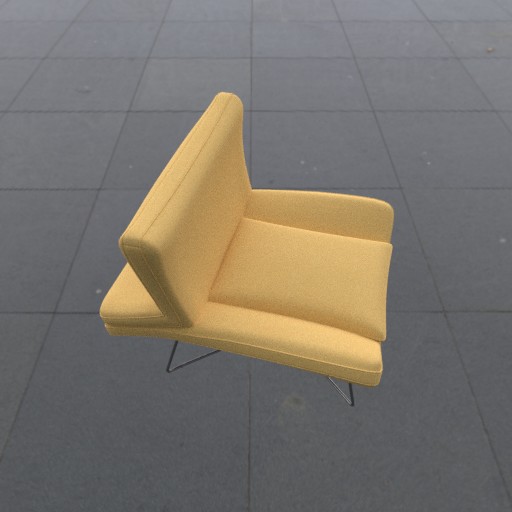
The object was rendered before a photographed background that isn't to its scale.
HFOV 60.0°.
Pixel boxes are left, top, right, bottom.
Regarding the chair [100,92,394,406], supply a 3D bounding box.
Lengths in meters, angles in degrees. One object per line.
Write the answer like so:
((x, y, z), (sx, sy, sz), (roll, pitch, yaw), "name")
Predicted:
((0.000, 0.000, 1.680), (1.008, 0.855, 0.859), (11, 48, 10), "chair")
